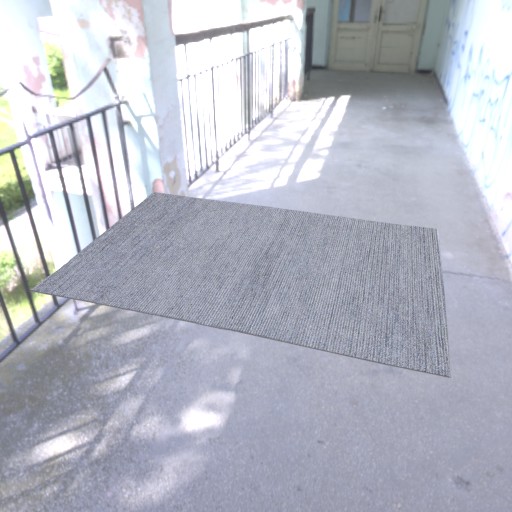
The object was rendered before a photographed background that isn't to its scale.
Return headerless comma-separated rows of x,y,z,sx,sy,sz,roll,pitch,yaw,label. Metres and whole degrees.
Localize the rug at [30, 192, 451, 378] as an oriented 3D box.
0.000,0.000,2.241,1.789,0.021,1.159,9,33,15,rug
